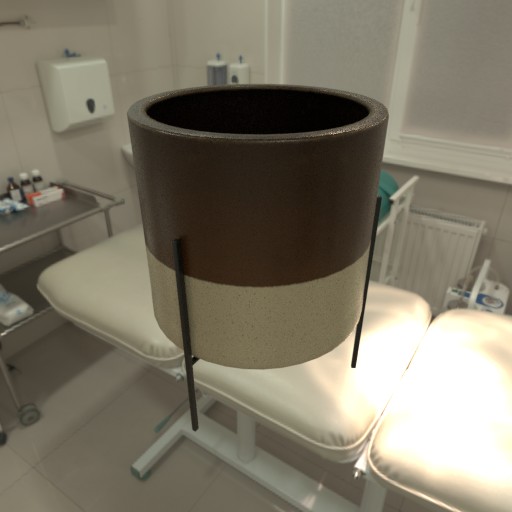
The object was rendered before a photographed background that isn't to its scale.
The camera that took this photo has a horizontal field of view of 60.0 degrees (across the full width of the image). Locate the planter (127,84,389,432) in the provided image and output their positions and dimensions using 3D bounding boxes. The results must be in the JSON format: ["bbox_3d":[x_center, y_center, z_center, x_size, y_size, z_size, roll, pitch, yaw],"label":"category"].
[{"bbox_3d":[0.000,0.000,0.707,0.345,0.465,0.354,18,35,29],"label":"planter"}]
